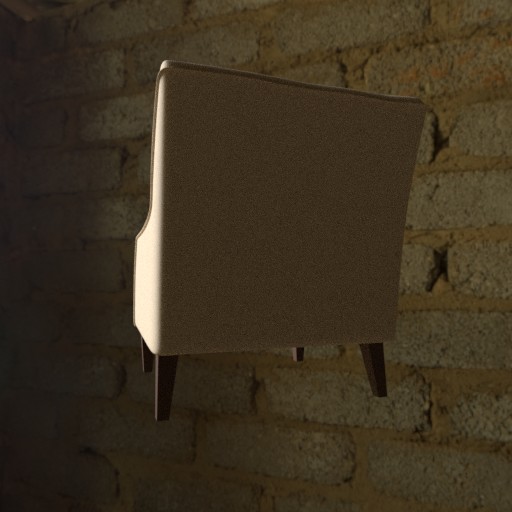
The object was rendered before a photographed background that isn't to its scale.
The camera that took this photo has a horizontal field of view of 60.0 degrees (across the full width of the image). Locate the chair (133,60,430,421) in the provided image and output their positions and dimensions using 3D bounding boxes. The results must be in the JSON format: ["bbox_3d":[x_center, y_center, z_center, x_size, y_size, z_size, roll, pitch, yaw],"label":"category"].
[{"bbox_3d":[0.000,0.000,1.564,0.780,0.919,0.899,1,-2,-19],"label":"chair"}]
